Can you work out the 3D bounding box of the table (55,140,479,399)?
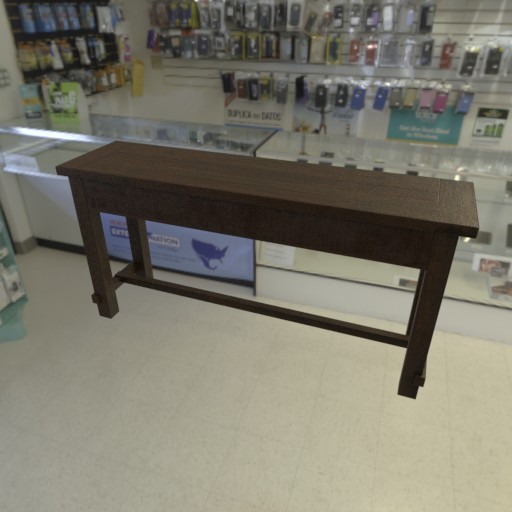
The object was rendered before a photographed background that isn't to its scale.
[{"bbox_3d":[0.000,0.000,1.939,1.599,0.762,0.442,11,32,18],"label":"table"}]
